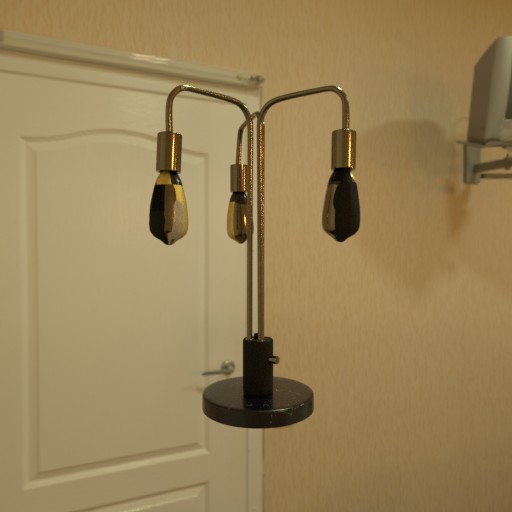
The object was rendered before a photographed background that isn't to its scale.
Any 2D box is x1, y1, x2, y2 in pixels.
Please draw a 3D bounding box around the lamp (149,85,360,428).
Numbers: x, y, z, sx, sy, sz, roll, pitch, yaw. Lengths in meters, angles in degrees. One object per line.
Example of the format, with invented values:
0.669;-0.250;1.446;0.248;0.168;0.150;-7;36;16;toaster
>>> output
0.000;0.000;0.786;0.368;0.560;0.355;1;1;37;lamp
